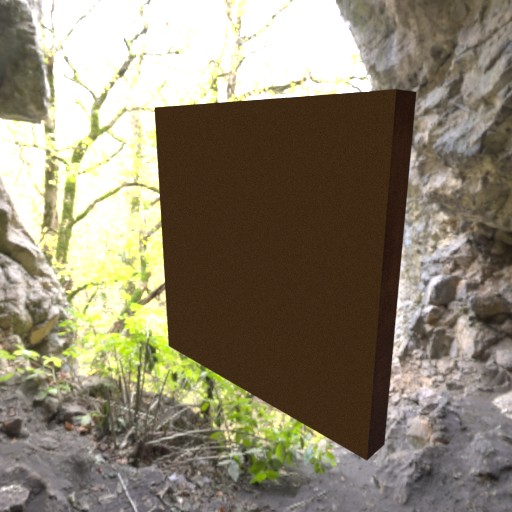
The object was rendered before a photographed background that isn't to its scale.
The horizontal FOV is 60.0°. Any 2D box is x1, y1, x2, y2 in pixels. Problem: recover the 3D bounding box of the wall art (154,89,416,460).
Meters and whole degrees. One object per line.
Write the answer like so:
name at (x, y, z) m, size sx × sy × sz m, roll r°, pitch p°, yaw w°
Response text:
wall art at (0.000, 0.000, 0.583) m, size 0.038 × 0.385 × 0.386 m, roll -15°, pitch 21°, yaw -43°
